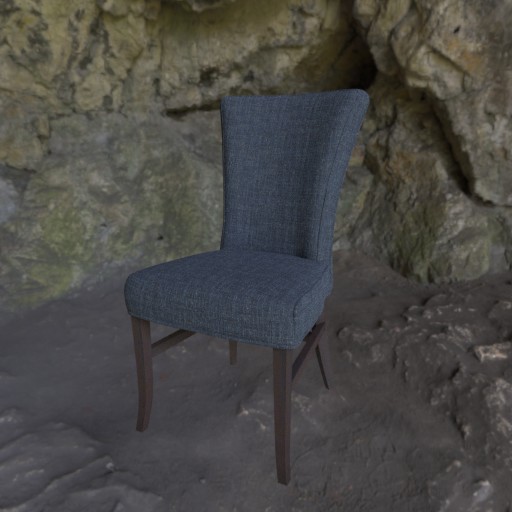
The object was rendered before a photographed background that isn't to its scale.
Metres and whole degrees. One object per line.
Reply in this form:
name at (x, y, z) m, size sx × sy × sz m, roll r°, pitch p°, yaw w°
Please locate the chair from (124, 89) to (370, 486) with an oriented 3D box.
chair at (0.000, 0.000, 1.359) m, size 0.520 × 0.991 × 0.660 m, roll 7°, pitch 16°, yaw 26°
